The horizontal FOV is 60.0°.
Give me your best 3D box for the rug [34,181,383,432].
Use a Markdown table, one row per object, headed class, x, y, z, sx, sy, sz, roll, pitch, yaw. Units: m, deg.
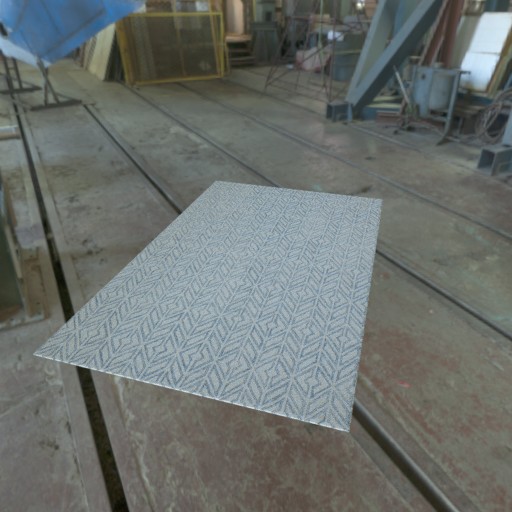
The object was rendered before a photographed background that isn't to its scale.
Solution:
| class | x | y | z | sx | sy | sz | roll | pitch | yaw |
| --- | --- | --- | --- | --- | --- | --- | --- | --- | --- |
| rug | 0.000 | 0.000 | 2.975 | 1.526 | 0.008 | 2.441 | 9 | 32 | 15 |
